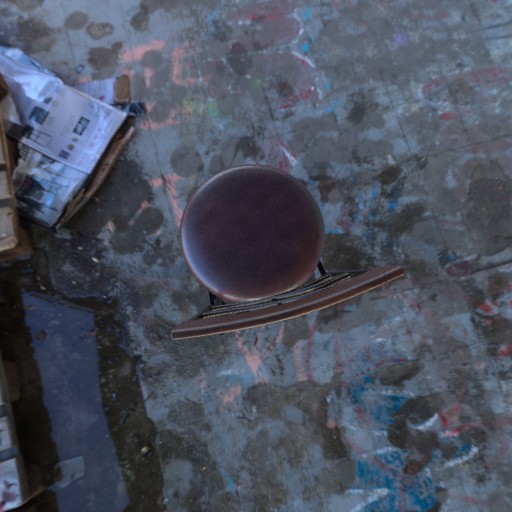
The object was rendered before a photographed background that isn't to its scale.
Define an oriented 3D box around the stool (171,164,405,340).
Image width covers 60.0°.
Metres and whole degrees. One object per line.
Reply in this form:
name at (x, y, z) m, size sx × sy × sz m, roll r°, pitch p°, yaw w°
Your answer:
stool at (0.000, 0.000, 1.413) m, size 0.448 × 1.130 × 0.513 m, roll -15°, pitch 77°, yaw -4°
